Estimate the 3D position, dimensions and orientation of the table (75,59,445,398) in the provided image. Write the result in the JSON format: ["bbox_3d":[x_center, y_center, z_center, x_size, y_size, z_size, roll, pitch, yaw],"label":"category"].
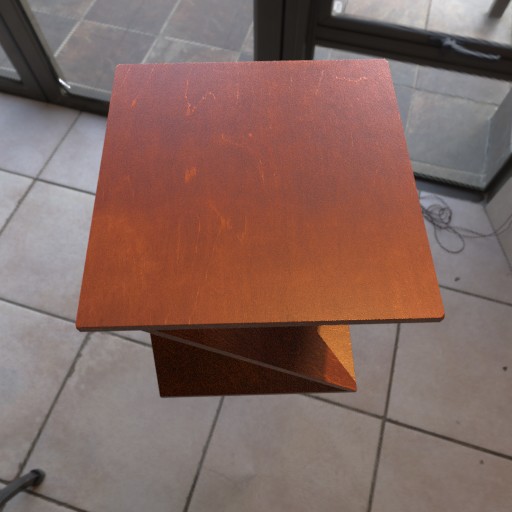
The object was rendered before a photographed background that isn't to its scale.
[{"bbox_3d":[0.000,0.000,0.837,0.427,0.520,0.427,-1,64,-1],"label":"table"}]
